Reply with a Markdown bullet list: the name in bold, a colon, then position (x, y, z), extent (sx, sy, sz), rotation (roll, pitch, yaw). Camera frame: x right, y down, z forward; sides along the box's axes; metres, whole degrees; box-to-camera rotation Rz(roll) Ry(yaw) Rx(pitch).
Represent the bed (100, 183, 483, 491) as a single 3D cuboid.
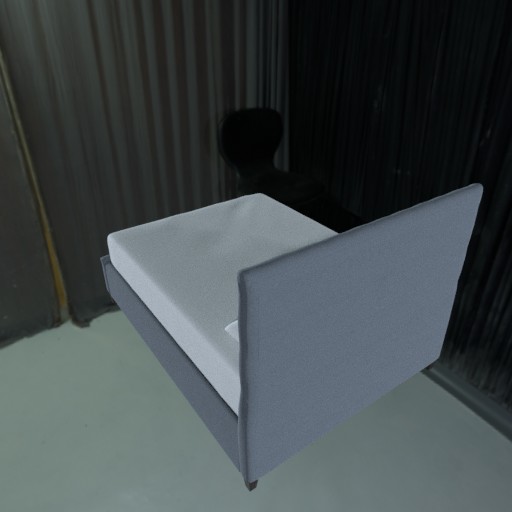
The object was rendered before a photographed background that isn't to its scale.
- **bed**: position (0.000, 0.000, 3.258), extent (1.698, 1.427, 2.231), rotation (-20, 36, -30)
